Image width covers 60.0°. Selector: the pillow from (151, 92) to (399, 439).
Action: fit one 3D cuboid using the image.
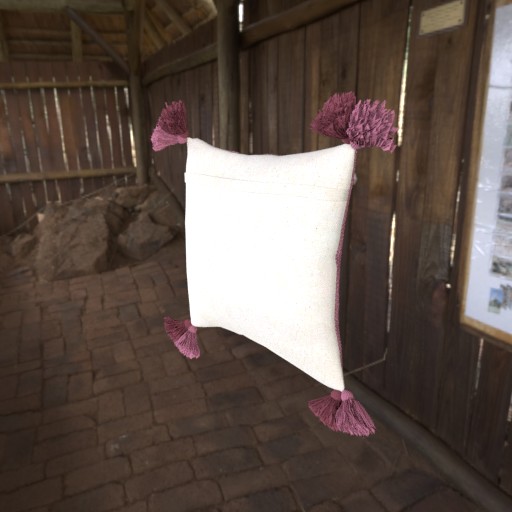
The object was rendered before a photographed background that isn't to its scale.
[{"bbox_3d":[0.000,0.000,0.963,0.641,0.659,0.138,15,22,43],"label":"pillow"}]
